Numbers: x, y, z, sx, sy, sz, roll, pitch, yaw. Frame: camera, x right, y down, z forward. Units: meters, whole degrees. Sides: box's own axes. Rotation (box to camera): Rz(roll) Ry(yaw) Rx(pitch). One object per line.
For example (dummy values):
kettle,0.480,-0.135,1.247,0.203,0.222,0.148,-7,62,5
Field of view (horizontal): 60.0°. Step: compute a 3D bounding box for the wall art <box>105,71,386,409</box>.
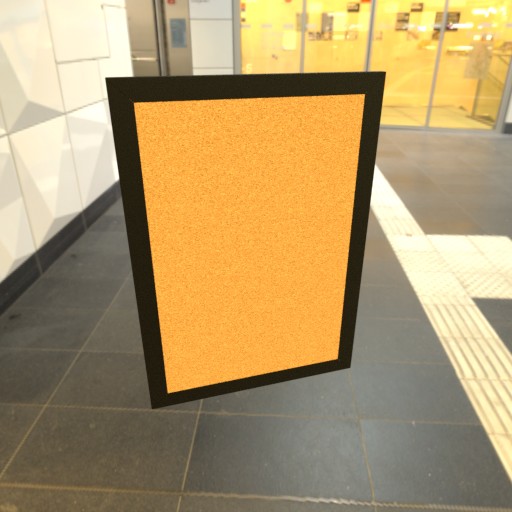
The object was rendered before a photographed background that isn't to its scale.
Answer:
wall art,0.000,0.000,0.603,0.326,0.459,0.011,-7,27,-15
